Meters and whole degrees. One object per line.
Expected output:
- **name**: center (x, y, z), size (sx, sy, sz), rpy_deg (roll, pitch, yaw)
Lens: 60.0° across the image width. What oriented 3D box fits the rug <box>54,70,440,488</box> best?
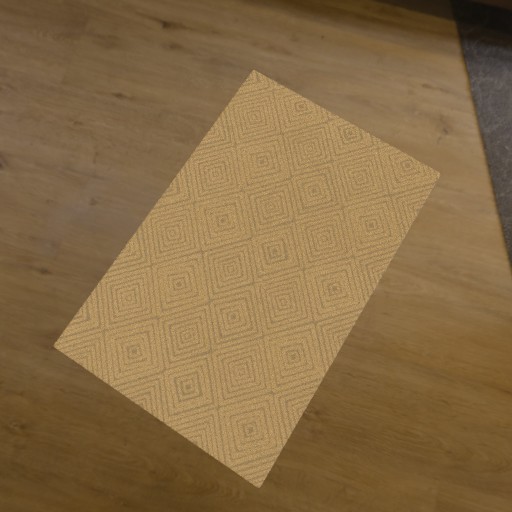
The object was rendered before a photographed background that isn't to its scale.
- **rug**: center (0.000, 0.000, 2.182), size (1.143, 0.008, 1.753), rpy_deg (32, 79, 7)
